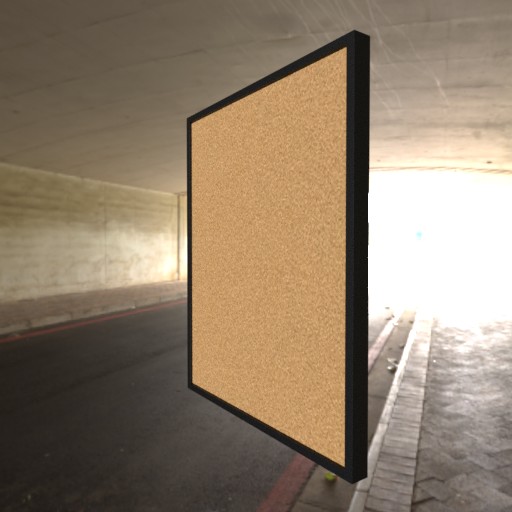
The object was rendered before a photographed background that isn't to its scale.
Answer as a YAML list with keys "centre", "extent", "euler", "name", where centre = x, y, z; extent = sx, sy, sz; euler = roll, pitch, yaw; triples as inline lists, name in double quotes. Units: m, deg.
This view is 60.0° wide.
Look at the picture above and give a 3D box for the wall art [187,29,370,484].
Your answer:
- centre: [0.000, 0.000, 0.740]
  extent: [0.029, 0.559, 0.457]
  euler: [-1, 2, -35]
  name: "wall art"
